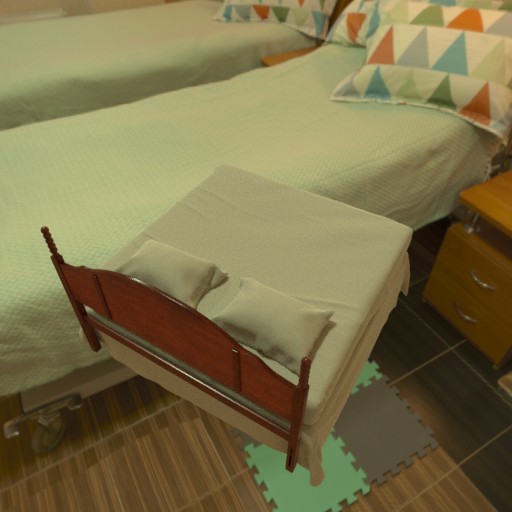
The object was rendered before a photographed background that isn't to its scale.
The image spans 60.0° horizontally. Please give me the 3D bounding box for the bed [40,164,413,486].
[{"bbox_3d":[0.000,0.000,3.592,2.322,1.355,2.219,23,49,22],"label":"bed"}]
